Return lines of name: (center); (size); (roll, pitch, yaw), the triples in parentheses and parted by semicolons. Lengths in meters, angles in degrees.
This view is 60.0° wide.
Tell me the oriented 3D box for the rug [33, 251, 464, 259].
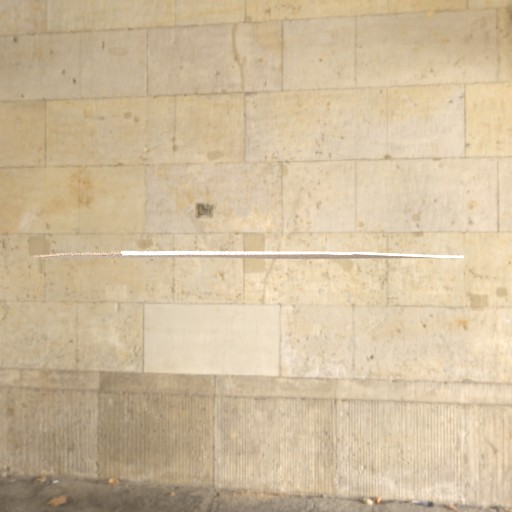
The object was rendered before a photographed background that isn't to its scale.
rug: (0.000, 0.000, 2.220); (1.820, 0.022, 1.179); (1, -1, -37)
